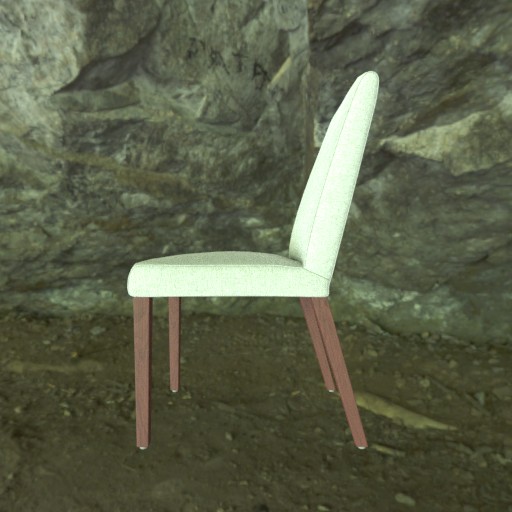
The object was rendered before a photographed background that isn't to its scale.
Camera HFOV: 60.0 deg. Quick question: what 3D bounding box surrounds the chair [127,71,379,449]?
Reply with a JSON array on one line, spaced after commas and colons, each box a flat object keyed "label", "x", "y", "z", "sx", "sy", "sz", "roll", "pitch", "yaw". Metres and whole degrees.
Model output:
[{"label": "chair", "x": 0.000, "y": 0.000, "z": 1.249, "sx": 0.594, "sy": 0.900, "sz": 0.480, "roll": 0, "pitch": 1, "yaw": 0}]
